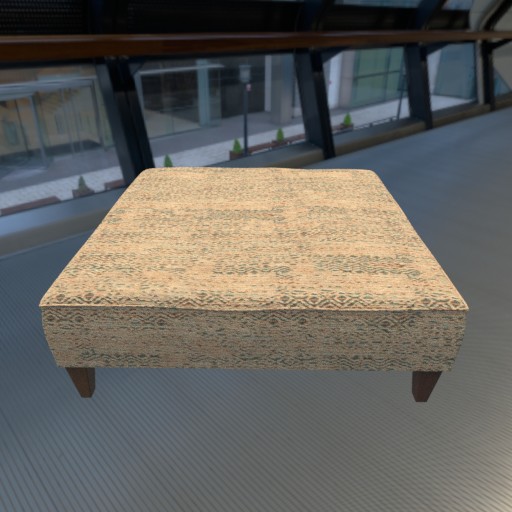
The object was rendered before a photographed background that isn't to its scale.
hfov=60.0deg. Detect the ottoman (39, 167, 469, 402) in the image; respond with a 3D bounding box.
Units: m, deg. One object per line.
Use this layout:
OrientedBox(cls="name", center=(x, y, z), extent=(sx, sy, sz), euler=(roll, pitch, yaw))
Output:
OrientedBox(cls="ottoman", center=(0.000, 0.000, 1.483), extent=(0.968, 0.356, 1.004), euler=(0, 29, 1))
